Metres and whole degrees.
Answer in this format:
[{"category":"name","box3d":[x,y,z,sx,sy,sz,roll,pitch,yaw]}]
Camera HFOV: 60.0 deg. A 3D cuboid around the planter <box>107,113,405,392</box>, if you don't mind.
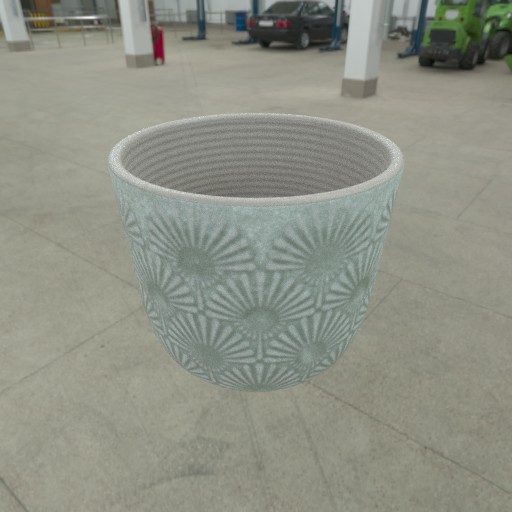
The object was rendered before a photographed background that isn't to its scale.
[{"category":"planter","box3d":[0.000,0.000,0.300,0.170,0.152,0.170,0,30,0]}]
